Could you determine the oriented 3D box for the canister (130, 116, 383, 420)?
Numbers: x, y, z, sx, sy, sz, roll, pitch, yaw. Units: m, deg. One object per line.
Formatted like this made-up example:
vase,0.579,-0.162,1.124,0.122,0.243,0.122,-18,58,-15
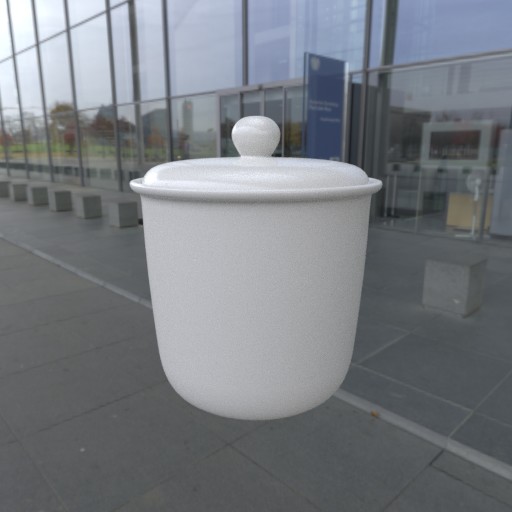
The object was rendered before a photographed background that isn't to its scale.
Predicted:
canister,0.000,0.000,0.344,0.182,0.208,0.182,0,14,0
